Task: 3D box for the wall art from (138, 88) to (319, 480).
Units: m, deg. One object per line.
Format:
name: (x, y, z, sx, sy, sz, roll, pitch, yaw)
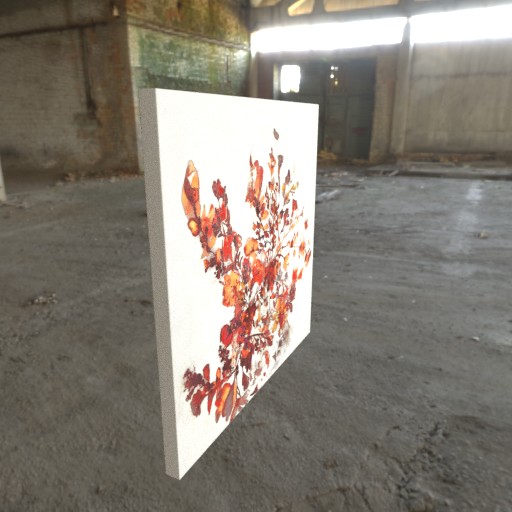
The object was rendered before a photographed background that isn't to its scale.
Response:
wall art: (0.000, 0.000, 1.132, 0.037, 0.757, 0.757, 8, 19, 26)
